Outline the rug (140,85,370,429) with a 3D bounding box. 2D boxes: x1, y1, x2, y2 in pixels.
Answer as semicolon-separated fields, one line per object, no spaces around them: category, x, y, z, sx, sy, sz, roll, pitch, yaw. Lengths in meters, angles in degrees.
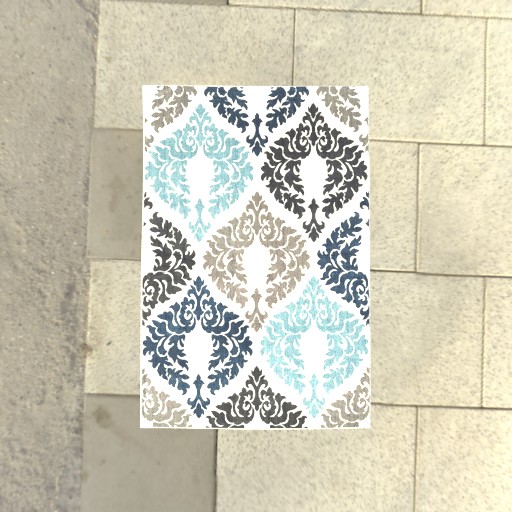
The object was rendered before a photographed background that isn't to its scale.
rug;0.000;0.000;2.933;1.514;0.014;2.275;0;89;0
